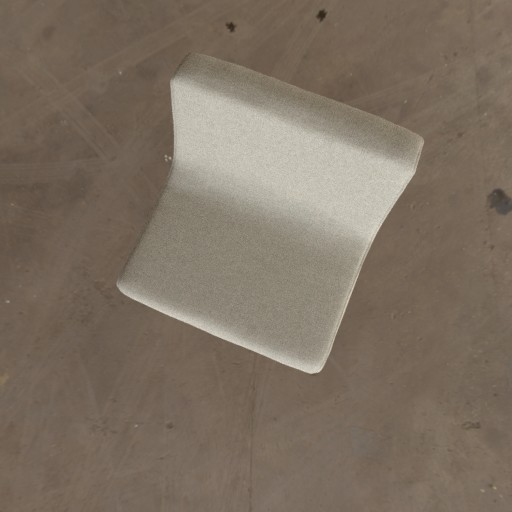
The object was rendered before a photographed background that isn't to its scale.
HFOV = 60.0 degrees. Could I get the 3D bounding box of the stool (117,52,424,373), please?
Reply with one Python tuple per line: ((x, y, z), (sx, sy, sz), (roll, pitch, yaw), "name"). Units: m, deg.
((0.000, 0.000, 1.248), (0.511, 0.937, 0.500), (22, 77, 5), "stool")
